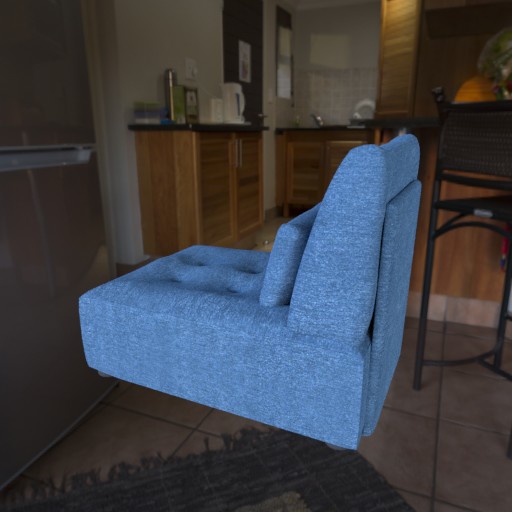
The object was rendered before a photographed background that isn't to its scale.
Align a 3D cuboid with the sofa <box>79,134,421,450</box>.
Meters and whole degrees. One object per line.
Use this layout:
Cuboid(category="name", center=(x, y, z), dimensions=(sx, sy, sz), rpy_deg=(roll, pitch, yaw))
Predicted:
Cuboid(category="sofa", center=(0.000, 0.000, 1.554), dimensions=(1.000, 0.820, 0.700), rpy_deg=(8, 18, 24))
